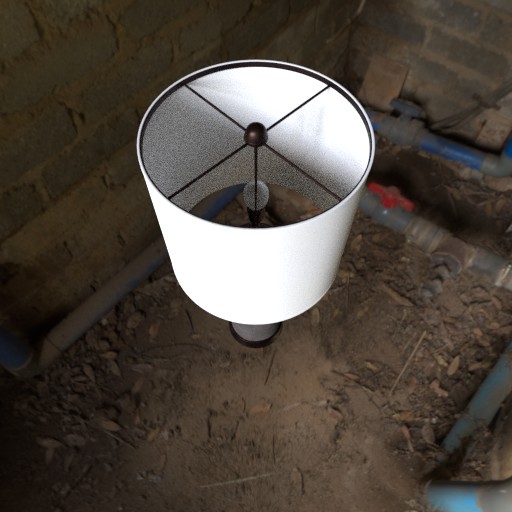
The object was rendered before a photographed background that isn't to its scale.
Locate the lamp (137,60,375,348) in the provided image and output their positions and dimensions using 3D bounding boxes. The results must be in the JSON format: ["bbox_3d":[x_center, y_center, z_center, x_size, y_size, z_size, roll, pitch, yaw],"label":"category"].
[{"bbox_3d":[0.000,0.000,0.822,0.301,0.630,0.301,1,59,0],"label":"lamp"}]
